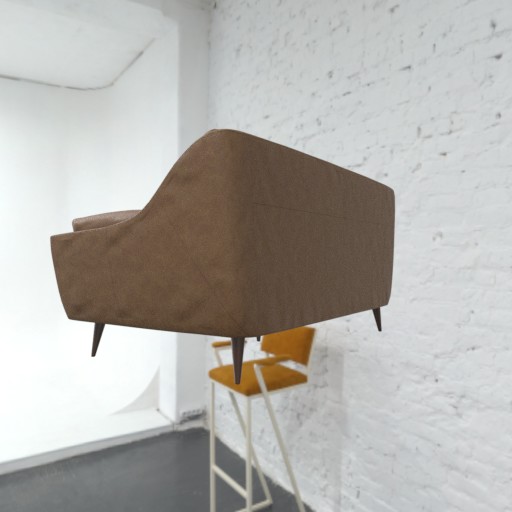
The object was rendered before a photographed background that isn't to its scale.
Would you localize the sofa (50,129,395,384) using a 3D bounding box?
[{"bbox_3d":[0.000,0.000,2.309,0.981,0.886,1.731,0,0,36],"label":"sofa"}]
